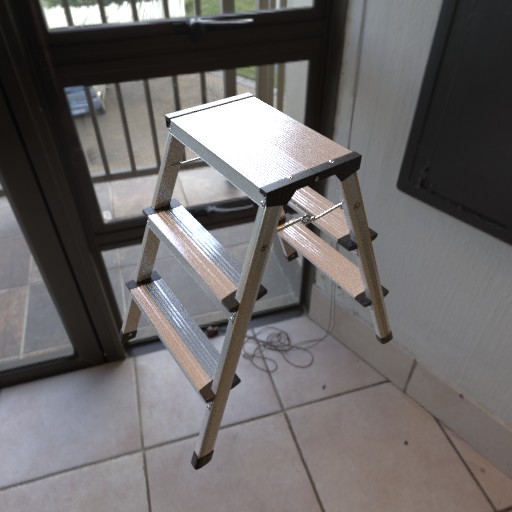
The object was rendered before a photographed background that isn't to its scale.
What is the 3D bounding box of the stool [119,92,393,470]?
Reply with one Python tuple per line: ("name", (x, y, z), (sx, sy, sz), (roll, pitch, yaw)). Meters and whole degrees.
("stool", (0.000, 0.000, 1.020), (0.622, 0.605, 0.437), (-25, 47, -26))
